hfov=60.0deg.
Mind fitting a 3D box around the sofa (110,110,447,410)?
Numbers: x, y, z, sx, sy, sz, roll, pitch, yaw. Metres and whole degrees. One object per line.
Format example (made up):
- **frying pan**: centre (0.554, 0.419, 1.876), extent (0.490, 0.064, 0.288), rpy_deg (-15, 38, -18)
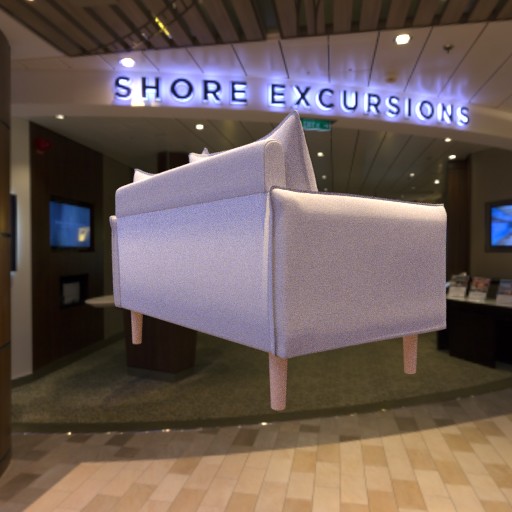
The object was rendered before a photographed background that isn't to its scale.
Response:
- **sofa**: centre (0.000, 0.000, 1.850), extent (0.820, 0.840, 1.300), rpy_deg (-1, 1, -36)
